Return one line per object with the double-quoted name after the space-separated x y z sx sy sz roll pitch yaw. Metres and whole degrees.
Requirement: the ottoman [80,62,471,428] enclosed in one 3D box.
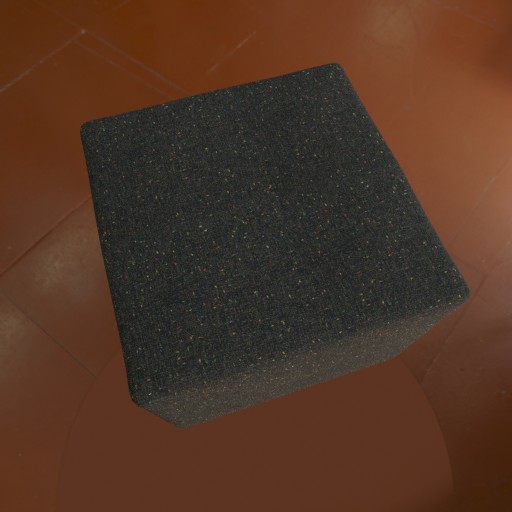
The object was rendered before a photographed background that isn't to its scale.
0.000 0.000 0.876 0.508 0.432 0.508 -16 65 -8 "ottoman"
